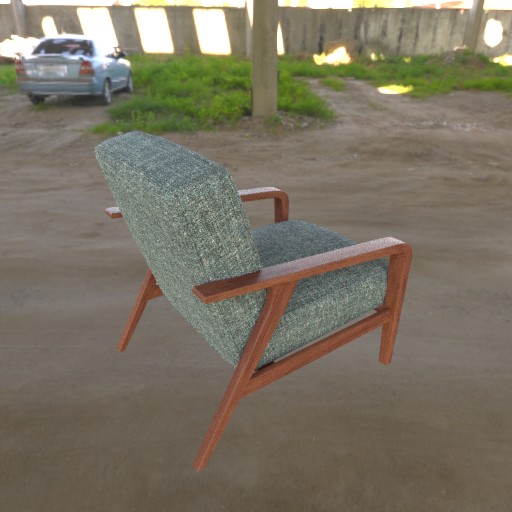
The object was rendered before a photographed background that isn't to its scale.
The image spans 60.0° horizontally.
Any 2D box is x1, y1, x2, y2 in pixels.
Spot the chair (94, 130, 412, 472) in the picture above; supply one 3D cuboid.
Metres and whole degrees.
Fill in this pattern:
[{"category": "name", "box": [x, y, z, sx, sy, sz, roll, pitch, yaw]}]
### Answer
[{"category": "chair", "box": [0.000, 0.000, 1.561, 0.889, 0.864, 0.719, -17, 31, -31]}]
